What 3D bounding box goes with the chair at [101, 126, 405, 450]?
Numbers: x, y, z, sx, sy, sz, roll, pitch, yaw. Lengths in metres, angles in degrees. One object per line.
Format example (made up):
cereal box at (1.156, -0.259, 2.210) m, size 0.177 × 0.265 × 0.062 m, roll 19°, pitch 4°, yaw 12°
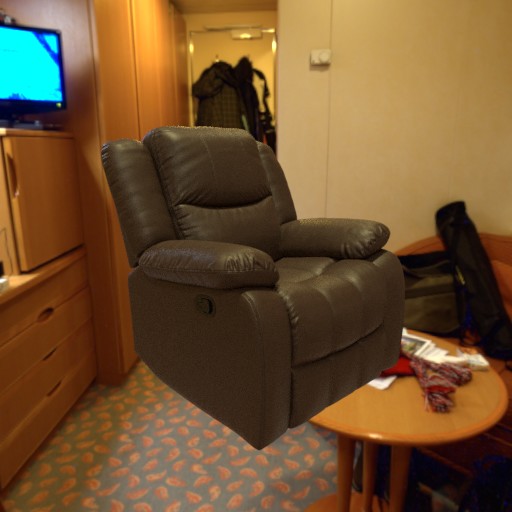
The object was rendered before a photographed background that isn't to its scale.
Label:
chair at (0.000, 0.000, 1.763) m, size 0.899 × 1.009 × 0.934 m, roll -13°, pitch 18°, yaw -42°
